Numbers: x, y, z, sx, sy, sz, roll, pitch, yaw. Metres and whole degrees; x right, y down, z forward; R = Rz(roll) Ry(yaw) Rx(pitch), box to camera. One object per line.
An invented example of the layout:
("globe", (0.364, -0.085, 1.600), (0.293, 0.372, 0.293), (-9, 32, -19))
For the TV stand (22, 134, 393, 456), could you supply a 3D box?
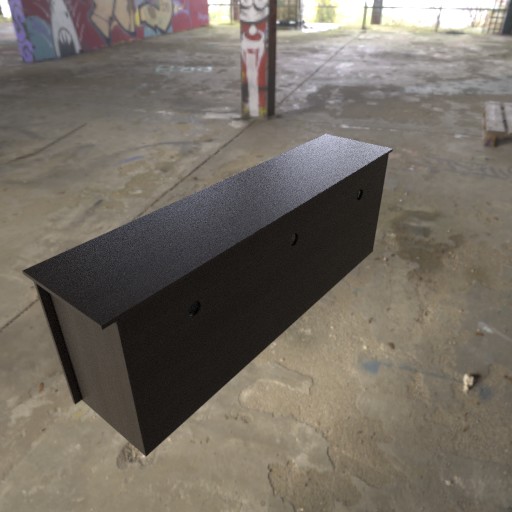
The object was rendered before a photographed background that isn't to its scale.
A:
("TV stand", (0.000, 0.000, 1.996), (0.406, 0.610, 1.778), (23, 39, 32))
